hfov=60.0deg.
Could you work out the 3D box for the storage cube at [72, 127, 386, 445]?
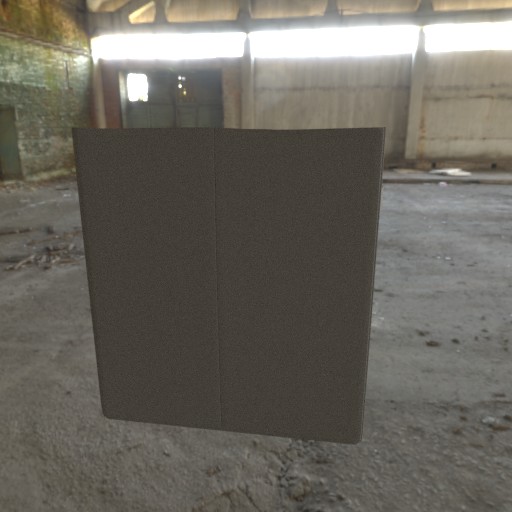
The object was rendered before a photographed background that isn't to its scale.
[{"bbox_3d":[0.000,0.000,0.506,0.270,0.280,0.270,2,16,9],"label":"storage cube"}]
